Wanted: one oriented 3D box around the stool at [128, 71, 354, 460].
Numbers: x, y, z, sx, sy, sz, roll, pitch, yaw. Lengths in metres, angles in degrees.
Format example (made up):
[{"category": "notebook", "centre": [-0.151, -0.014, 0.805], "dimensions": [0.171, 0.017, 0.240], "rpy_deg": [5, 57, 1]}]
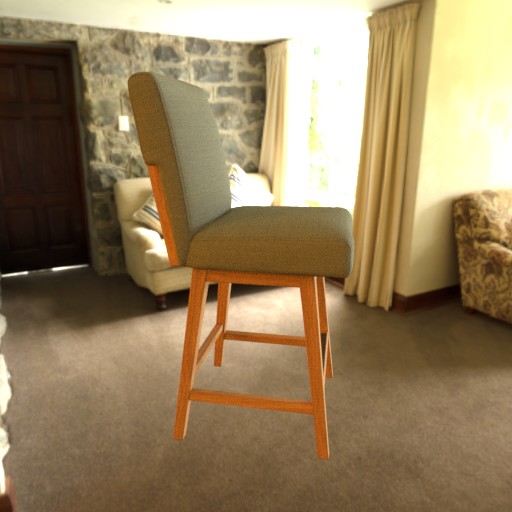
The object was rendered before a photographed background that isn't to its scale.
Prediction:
[{"category": "stool", "centre": [0.000, 0.000, 1.346], "dimensions": [0.570, 1.019, 0.459], "rpy_deg": [3, 16, 11]}]
